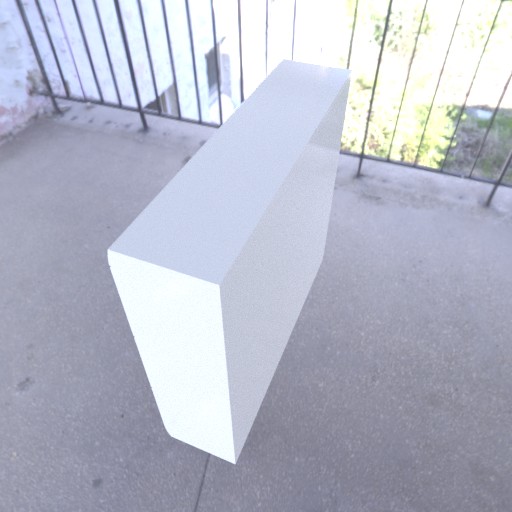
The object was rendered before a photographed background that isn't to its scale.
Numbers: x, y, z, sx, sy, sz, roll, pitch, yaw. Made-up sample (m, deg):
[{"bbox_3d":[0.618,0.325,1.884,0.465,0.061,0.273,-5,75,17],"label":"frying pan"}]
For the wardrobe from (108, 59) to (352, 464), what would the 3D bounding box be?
[{"bbox_3d":[0.000,0.000,1.981,0.360,1.200,1.340,16,48,15],"label":"wardrobe"}]
